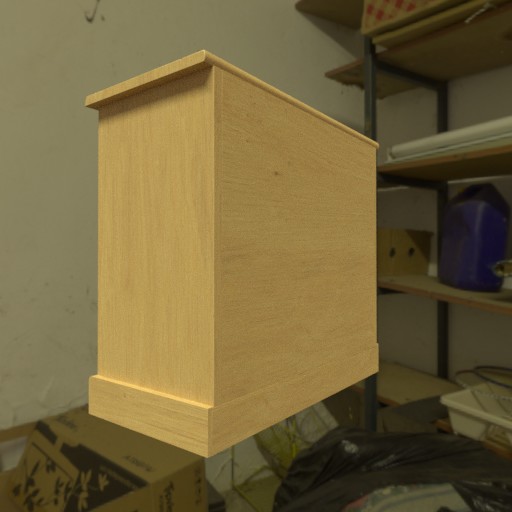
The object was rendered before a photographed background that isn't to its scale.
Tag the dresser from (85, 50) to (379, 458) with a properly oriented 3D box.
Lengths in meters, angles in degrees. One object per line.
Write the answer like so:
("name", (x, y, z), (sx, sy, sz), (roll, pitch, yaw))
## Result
("dresser", (0.000, 0.000, 1.397), (0.440, 0.835, 0.915), (0, -1, 38))
